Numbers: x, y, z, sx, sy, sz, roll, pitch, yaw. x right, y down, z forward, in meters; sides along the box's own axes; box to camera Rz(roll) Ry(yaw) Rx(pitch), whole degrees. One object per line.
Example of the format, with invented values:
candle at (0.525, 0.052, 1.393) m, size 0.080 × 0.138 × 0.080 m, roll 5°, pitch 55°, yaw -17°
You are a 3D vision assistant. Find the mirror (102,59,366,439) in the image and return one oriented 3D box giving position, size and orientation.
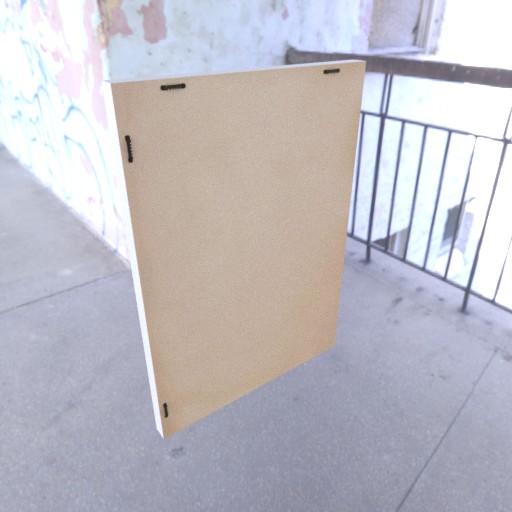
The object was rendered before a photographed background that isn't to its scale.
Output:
mirror at (0.000, 0.000, 0.909) m, size 0.507 × 0.710 × 0.039 m, roll -19°, pitch 34°, yaw -31°
